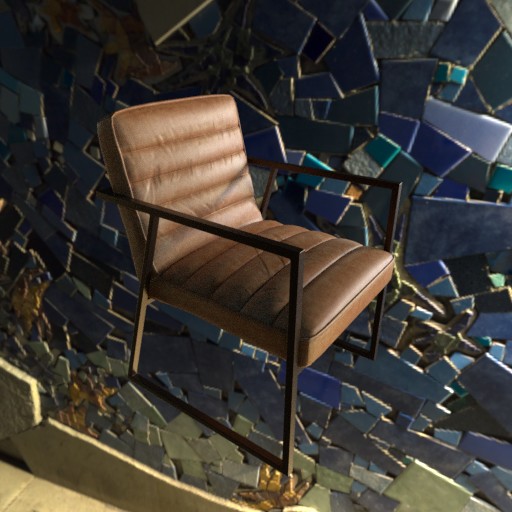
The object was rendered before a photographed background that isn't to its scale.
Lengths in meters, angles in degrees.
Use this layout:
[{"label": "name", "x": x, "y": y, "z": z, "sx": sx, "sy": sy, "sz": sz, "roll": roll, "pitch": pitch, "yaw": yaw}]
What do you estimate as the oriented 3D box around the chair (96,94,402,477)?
[{"label": "chair", "x": 0.000, "y": 0.000, "z": 1.292, "sx": 0.677, "sy": 0.832, "sz": 0.571, "roll": 18, "pitch": 31, "yaw": 32}]
